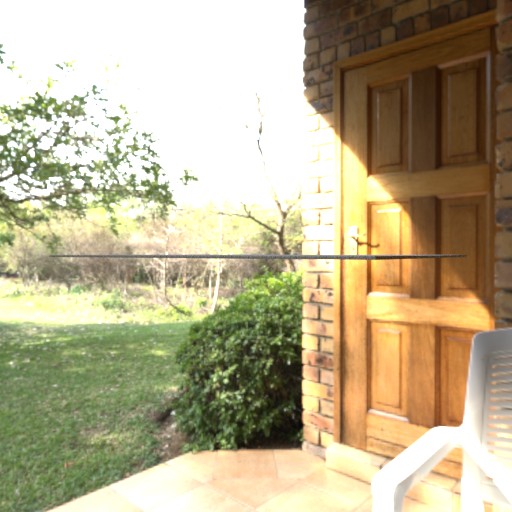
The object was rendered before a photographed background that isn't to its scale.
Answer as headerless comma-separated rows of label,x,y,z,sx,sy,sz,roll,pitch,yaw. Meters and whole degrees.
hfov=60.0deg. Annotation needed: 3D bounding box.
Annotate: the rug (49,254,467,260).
rug,0.000,0.000,2.783,2.144,0.013,1.509,0,0,36
